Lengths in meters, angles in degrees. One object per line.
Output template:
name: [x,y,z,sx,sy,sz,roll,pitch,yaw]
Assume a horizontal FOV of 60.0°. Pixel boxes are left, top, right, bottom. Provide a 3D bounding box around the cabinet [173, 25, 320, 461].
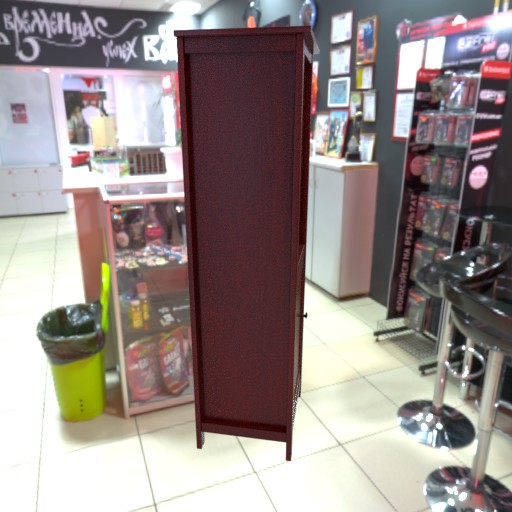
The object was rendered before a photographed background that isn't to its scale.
cabinet: [0.000,0.000,1.724,0.401,1.518,0.500,3,18,10]
